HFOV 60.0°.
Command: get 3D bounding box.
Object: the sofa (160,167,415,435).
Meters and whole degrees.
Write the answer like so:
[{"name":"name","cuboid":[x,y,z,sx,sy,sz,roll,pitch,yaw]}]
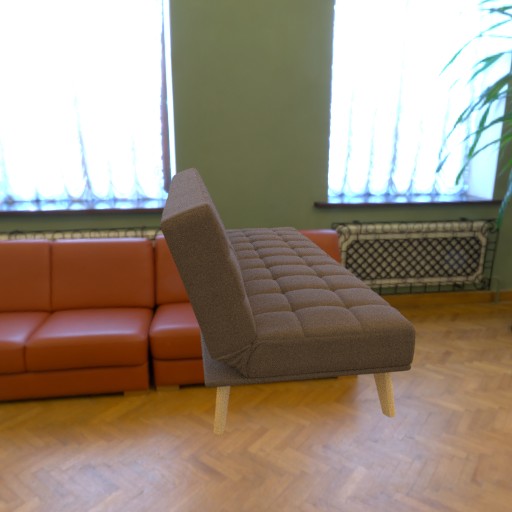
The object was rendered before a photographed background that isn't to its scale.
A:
[{"name":"sofa","cuboid":[0.000,0.000,2.314,0.860,0.810,1.800,-2,15,-9]}]
